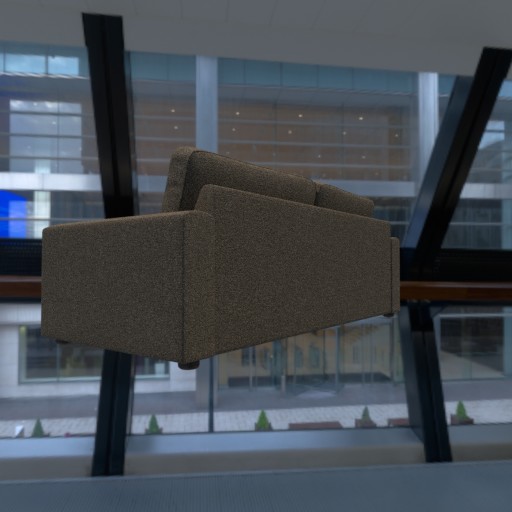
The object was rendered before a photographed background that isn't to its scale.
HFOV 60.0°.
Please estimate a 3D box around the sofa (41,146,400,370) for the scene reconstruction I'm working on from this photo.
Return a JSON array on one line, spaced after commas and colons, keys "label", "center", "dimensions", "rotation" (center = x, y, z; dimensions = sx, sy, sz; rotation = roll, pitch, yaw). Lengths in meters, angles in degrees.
[{"label": "sofa", "center": [0.000, 0.000, 2.698], "dimensions": [1.016, 0.873, 2.179], "rotation": [-1, -1, 37]}]
